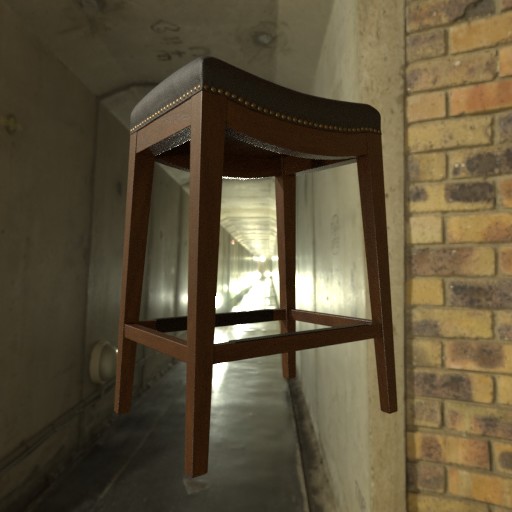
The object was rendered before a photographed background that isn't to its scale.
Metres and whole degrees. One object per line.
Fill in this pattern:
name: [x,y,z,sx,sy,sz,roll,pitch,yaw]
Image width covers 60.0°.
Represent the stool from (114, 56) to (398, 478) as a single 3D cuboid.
stool: [0.000,0.000,0.944,0.490,0.664,0.353,0,0,-36]
